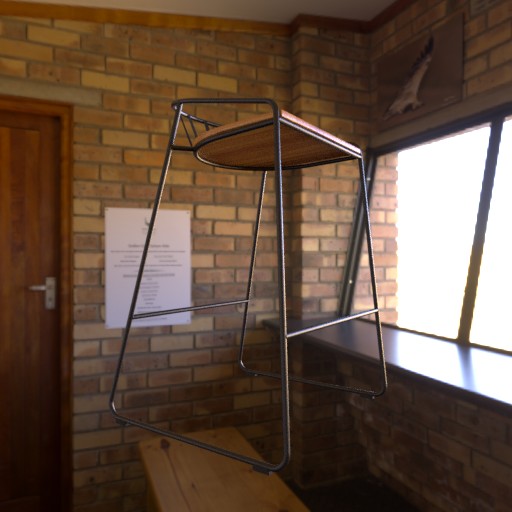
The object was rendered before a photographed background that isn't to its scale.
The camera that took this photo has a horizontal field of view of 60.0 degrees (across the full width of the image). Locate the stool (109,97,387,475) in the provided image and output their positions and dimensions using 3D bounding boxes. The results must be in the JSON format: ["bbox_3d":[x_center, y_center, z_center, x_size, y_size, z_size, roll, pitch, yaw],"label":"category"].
[{"bbox_3d":[0.000,0.000,1.169,0.521,0.812,0.546,0,0,35],"label":"stool"}]
